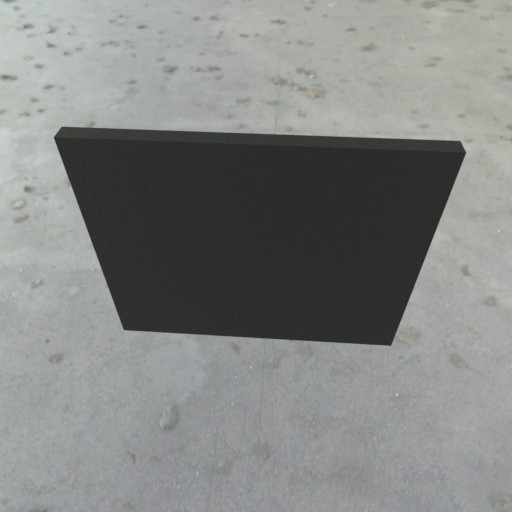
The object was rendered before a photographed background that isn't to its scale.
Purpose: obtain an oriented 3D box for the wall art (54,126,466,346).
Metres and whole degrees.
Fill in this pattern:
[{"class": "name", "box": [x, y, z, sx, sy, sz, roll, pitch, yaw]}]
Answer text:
[{"class": "wall art", "box": [0.000, 0.000, 0.770, 0.558, 0.457, 0.029, 3, 45, 3]}]
